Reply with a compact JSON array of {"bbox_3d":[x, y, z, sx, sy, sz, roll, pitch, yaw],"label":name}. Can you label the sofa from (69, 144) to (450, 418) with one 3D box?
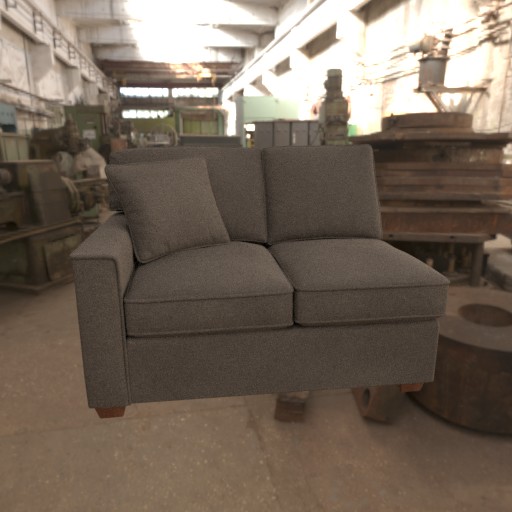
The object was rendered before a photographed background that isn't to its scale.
[{"bbox_3d":[0.000,0.000,2.039,1.388,0.989,0.991,-2,15,-8],"label":"sofa"}]
